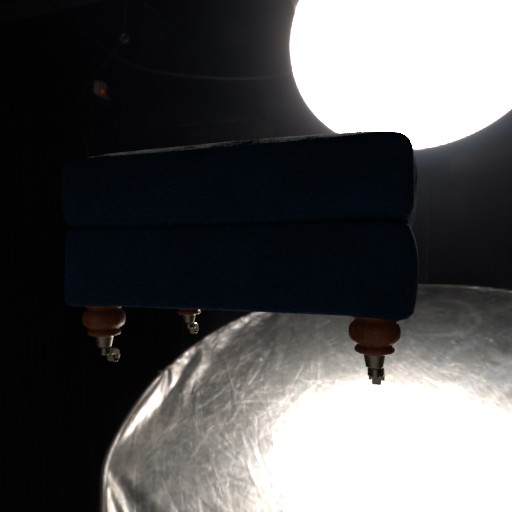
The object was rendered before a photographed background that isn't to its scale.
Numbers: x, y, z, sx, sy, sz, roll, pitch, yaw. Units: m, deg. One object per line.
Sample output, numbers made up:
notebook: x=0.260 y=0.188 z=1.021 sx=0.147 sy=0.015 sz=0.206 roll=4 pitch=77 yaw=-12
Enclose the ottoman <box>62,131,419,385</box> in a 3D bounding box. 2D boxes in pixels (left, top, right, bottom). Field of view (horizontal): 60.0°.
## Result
ottoman: x=0.000 y=0.000 z=1.131 sx=0.773 sy=0.503 sz=0.572 roll=0 pitch=0 yaw=19
